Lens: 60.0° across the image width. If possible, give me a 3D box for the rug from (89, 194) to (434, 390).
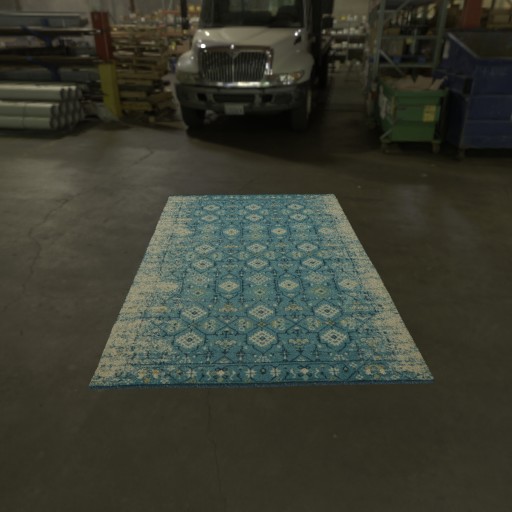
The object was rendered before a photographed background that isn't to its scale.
[{"bbox_3d":[0.000,0.000,3.015,1.530,0.015,2.449,-1,28,-1],"label":"rug"}]
